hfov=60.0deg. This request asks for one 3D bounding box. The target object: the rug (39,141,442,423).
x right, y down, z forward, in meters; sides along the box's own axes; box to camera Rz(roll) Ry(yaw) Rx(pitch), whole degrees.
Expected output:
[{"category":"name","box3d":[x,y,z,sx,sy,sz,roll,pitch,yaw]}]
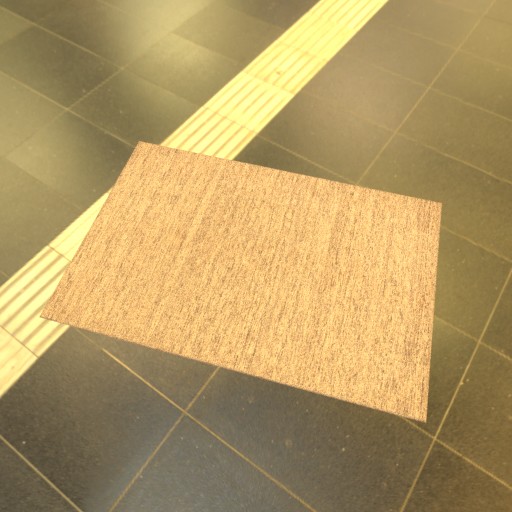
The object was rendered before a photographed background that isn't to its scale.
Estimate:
[{"category":"rug","box3d":[0.000,0.000,2.325,1.840,0.013,1.225,13,60,8]}]
